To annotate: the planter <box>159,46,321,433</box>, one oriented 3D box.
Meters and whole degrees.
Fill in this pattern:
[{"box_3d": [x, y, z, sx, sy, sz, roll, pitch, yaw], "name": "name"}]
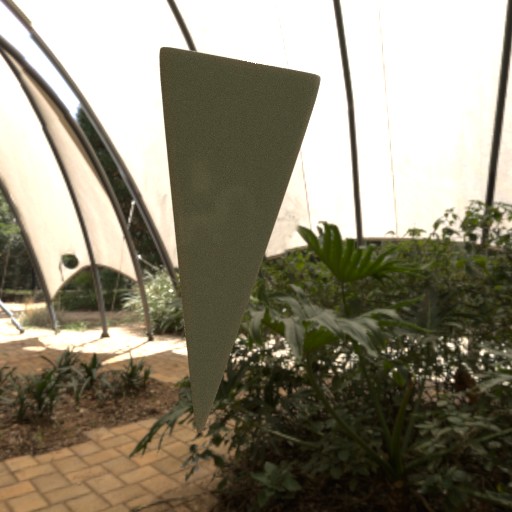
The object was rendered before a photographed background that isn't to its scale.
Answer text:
[{"box_3d": [0.000, 0.000, 0.215, 0.064, 0.178, 0.080, 0, -1, 19], "name": "planter"}]
